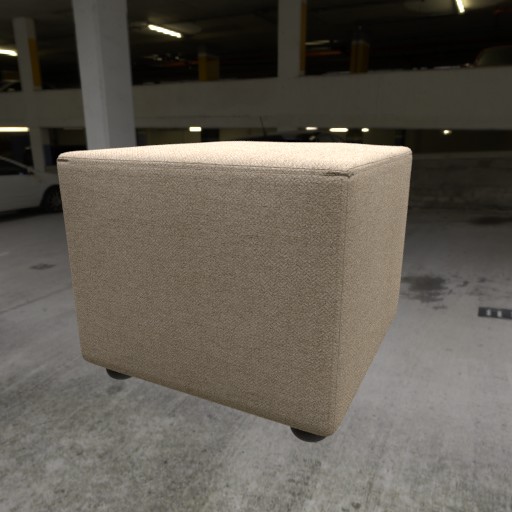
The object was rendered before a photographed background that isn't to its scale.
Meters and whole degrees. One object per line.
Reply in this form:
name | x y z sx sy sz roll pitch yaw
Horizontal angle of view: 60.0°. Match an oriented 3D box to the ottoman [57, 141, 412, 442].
ottoman | 0.000 0.000 0.881 0.508 0.432 0.508 8 18 26
